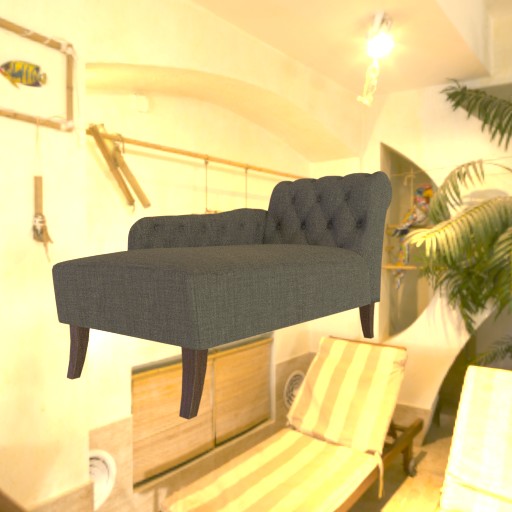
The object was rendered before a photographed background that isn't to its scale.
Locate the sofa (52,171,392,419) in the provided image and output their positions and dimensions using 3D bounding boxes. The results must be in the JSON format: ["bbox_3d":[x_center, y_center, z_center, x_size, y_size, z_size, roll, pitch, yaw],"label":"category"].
[{"bbox_3d":[0.000,0.000,1.808,0.675,0.787,1.379,1,2,37],"label":"sofa"}]
